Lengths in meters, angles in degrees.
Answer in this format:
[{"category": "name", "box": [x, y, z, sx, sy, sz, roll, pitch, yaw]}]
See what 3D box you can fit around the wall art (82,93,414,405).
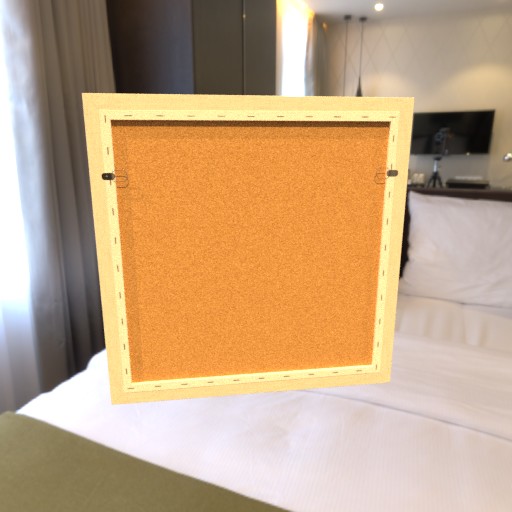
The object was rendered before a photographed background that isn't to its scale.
[{"category": "wall art", "box": [0.000, 0.000, 1.492, 1.016, 1.016, 0.045, -2, 15, -8]}]
